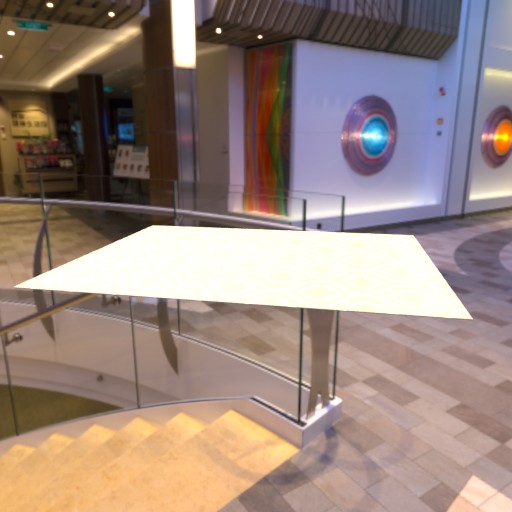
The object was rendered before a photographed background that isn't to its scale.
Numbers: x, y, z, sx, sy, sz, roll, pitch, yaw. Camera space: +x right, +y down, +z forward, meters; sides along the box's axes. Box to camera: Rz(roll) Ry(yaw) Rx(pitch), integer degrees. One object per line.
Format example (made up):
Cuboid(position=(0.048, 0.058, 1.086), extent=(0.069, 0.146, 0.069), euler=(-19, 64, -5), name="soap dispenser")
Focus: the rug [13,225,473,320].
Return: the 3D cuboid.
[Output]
Cuboid(position=(0.000, 0.000, 3.802), extent=(2.892, 0.006, 2.283), euler=(3, 15, 11), name="rug")
